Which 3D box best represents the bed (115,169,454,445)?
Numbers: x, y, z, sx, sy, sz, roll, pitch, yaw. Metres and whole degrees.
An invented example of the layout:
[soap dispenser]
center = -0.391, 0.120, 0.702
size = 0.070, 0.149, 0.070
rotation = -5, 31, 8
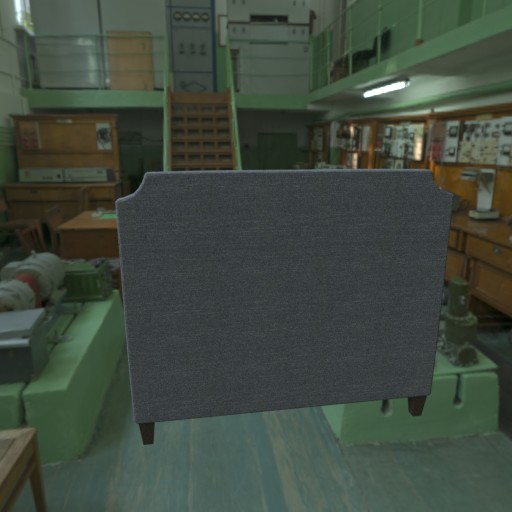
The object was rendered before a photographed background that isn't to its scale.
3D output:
[bed]
center = 0.000, 0.000, 3.462
size = 1.713, 1.457, 2.381
rotation = -2, 15, -9
